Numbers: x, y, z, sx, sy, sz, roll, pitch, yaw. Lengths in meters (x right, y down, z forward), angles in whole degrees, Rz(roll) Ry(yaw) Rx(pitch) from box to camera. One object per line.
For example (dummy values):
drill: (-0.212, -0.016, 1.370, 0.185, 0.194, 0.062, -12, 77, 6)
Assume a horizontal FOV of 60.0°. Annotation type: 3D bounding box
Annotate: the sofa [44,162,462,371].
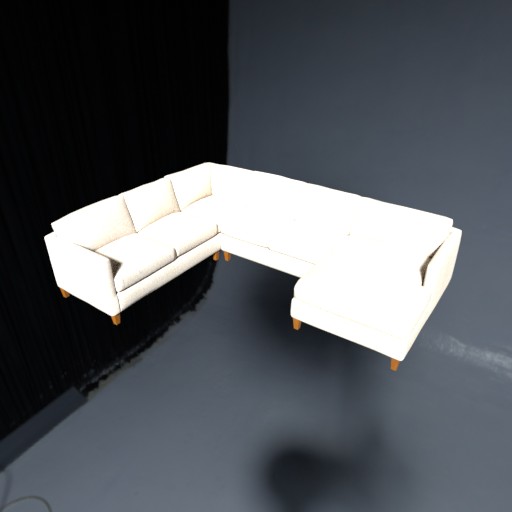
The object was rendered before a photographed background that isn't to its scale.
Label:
sofa: (0.000, 0.000, 4.626, 3.460, 0.961, 2.594, 19, 35, 30)
